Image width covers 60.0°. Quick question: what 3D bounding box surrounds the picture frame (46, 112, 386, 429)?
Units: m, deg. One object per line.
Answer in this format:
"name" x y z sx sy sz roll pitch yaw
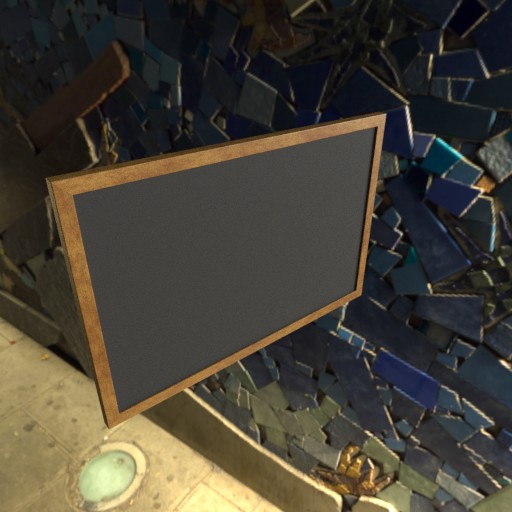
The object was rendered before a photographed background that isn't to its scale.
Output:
"picture frame" 0.000 0.000 1.171 0.922 0.621 0.029 -21 35 -33
